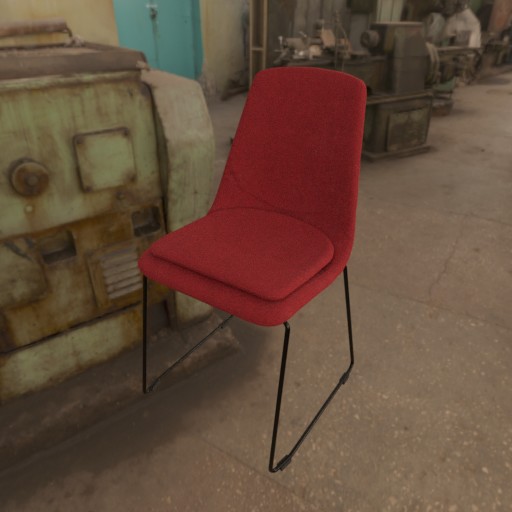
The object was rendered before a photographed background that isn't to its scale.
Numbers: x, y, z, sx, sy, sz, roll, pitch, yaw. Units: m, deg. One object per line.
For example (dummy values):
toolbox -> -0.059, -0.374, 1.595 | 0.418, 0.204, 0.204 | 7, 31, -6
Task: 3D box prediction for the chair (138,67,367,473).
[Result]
chair -> 0.000, 0.000, 1.151 | 0.479, 0.858, 0.518 | 19, 35, 29
